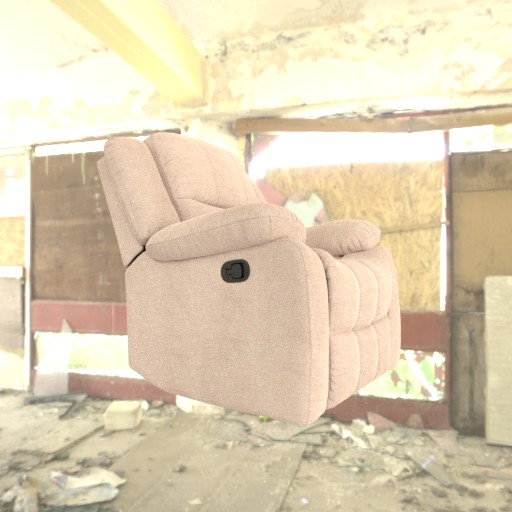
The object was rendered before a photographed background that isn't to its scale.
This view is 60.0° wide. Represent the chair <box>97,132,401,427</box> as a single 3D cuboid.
[{"bbox_3d":[0.000,0.000,1.746,0.944,1.008,0.899,0,0,35],"label":"chair"}]
